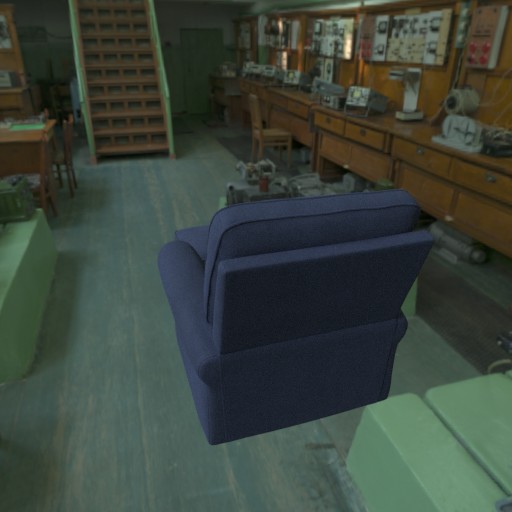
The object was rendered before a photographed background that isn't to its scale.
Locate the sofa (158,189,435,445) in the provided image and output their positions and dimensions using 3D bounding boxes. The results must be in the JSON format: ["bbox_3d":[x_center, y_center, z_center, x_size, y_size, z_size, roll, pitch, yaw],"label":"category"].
[{"bbox_3d":[0.000,0.000,2.039,0.880,0.959,1.478,-8,27,-16],"label":"sofa"}]
